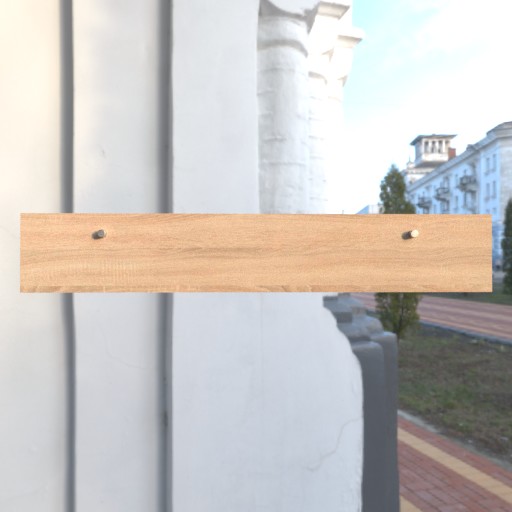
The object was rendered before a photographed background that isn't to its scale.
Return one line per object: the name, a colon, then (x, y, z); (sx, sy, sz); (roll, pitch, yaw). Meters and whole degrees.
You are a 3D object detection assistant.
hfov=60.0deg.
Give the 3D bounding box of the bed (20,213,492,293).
bed: (0.000, 0.000, 1.456); (1.200, 0.209, 0.685); (0, -1, -1)
